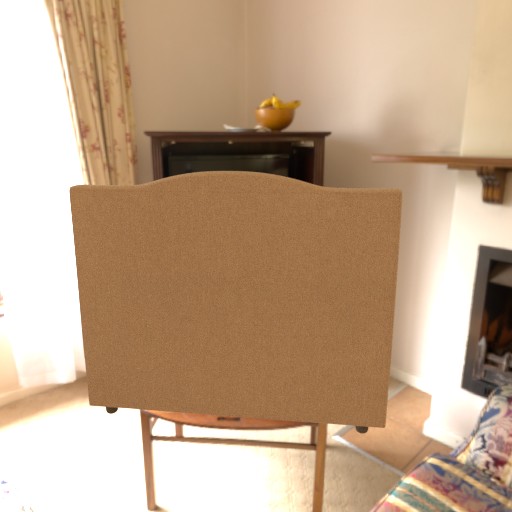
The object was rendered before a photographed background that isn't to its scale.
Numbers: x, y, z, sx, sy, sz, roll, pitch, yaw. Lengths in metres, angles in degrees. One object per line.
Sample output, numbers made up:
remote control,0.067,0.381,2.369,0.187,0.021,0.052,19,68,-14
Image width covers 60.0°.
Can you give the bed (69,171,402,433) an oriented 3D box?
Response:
bed,0.000,0.000,3.452,1.821,1.436,2.282,2,15,7
